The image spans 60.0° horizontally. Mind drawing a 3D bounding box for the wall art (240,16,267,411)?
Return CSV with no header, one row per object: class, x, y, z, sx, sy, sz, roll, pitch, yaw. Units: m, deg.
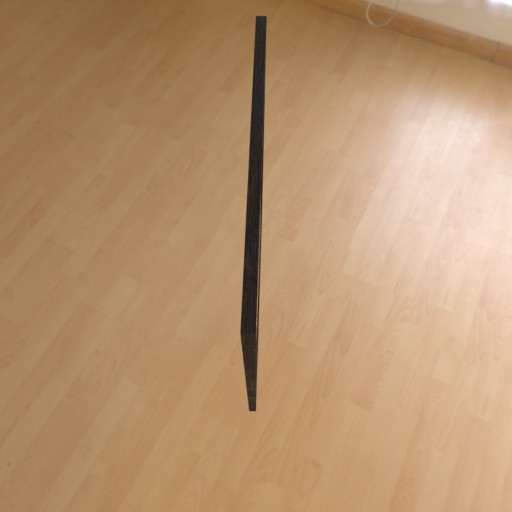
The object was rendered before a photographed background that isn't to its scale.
wall art,0.000,0.000,1.407,0.029,1.066,0.812,2,64,1
